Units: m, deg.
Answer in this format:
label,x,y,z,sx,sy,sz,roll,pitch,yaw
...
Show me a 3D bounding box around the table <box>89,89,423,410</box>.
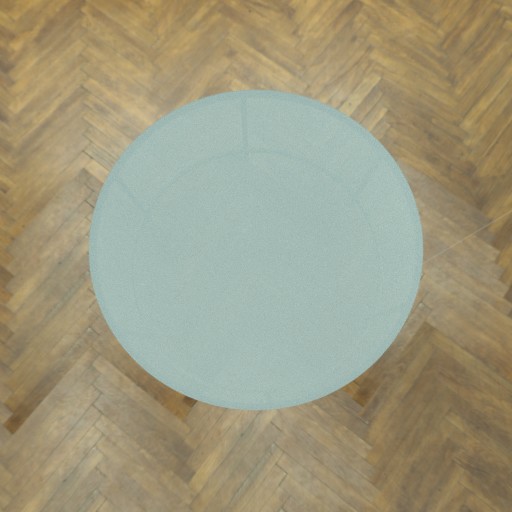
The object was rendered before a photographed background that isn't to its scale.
label,x,y,z,sx,sy,sz,roll,pitch,yaw
table,0.000,0.000,1.444,0.914,0.470,0.914,0,76,0
